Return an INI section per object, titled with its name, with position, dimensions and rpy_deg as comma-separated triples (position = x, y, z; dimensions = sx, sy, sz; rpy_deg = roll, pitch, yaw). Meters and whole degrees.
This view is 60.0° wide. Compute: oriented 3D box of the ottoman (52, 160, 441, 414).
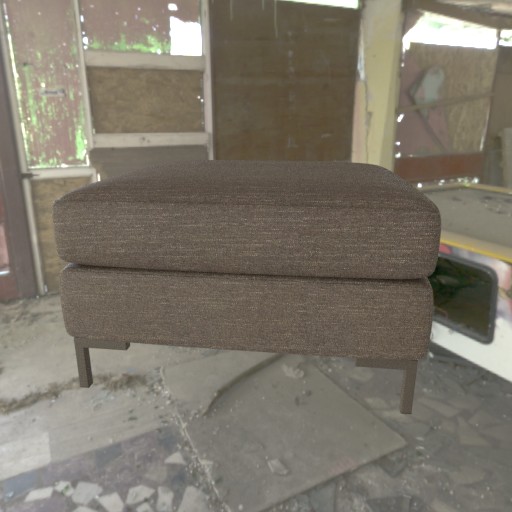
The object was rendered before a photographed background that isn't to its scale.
[ottoman]
position = 0.000, 0.000, 1.228
dimensions = 0.820, 0.490, 0.671
rpy_deg = 2, 18, 7
